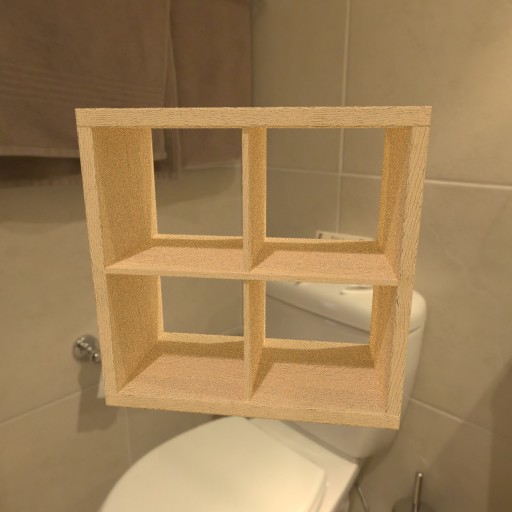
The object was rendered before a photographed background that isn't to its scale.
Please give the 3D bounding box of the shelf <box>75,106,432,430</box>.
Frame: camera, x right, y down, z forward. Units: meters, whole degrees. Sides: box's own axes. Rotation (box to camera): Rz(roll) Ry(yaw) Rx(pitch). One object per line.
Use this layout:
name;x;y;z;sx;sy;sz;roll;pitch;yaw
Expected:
shelf;0.000;0.000;1.264;0.790;0.786;0.390;2;16;7
